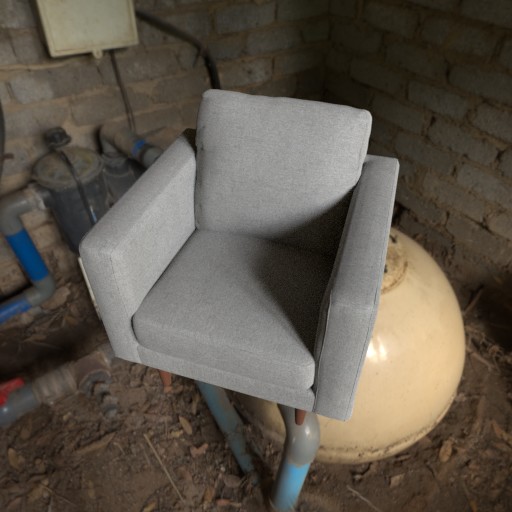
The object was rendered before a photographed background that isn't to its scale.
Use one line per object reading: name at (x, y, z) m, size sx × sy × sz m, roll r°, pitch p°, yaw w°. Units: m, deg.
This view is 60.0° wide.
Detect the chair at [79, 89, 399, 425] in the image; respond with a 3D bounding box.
chair at (0.000, 0.000, 1.568) m, size 0.855 × 0.927 × 0.800 m, roll 12°, pitch 43°, yaw 13°
